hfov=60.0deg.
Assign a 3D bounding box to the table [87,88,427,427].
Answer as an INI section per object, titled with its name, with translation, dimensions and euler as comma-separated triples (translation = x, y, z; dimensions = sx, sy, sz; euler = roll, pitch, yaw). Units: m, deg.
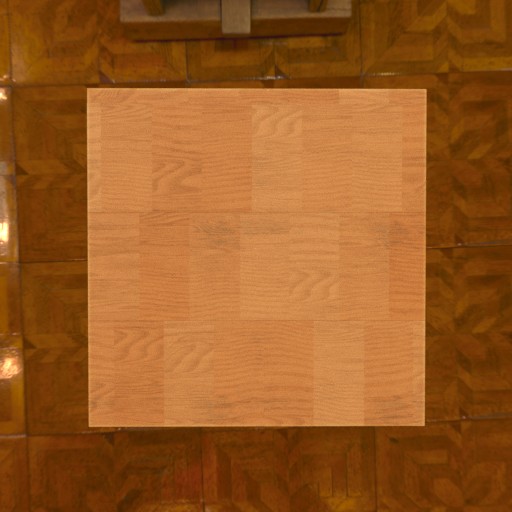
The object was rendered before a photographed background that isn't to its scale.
[table]
translation = 0.000, 0.000, 1.347
dimensions = 0.747, 0.738, 0.747
euler = 0, 91, 0
